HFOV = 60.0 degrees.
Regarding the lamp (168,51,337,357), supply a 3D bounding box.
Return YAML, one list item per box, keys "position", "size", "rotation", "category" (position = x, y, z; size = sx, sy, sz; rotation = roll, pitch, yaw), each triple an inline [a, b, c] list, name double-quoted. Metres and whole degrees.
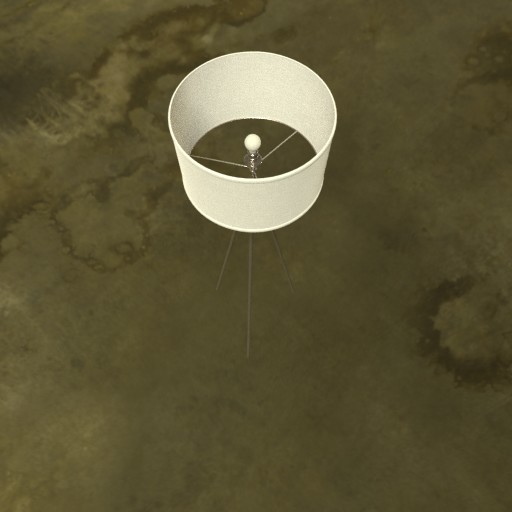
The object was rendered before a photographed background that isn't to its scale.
- position: [0.000, 0.000, 1.760]
  size: [0.448, 1.545, 0.458]
  rotation: [-1, 65, -1]
  category: "lamp"
